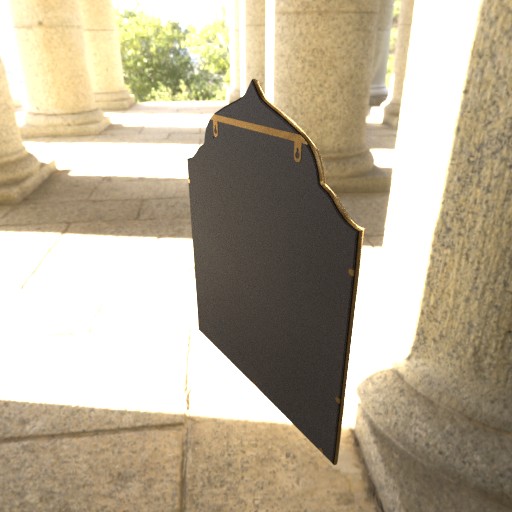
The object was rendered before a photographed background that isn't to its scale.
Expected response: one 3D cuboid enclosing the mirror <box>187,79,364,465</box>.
[{"bbox_3d":[0.000,0.000,0.854,0.018,0.635,0.513,-17,31,-31],"label":"mirror"}]
